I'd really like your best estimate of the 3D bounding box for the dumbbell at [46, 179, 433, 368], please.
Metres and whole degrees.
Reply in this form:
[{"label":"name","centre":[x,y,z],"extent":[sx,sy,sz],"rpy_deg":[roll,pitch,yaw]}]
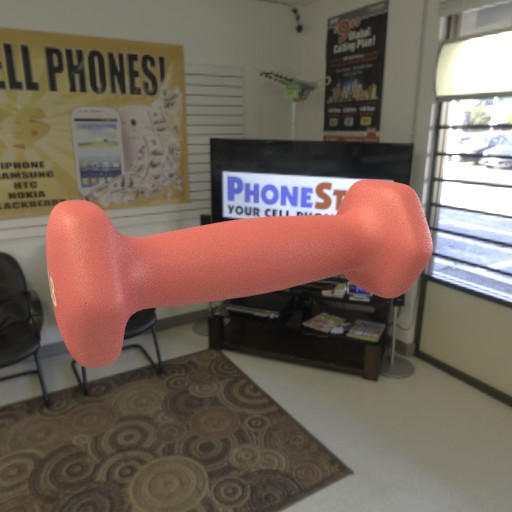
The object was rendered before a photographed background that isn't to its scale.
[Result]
[{"label":"dumbbell","centre":[0.000,0.000,0.145],"extent":[0.123,0.043,0.047],"rpy_deg":[-8,18,-27]}]
